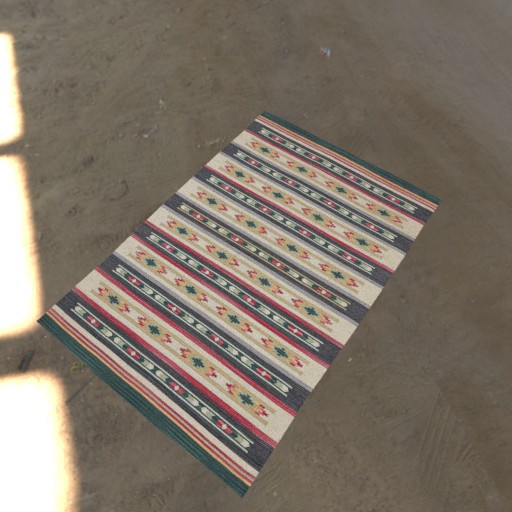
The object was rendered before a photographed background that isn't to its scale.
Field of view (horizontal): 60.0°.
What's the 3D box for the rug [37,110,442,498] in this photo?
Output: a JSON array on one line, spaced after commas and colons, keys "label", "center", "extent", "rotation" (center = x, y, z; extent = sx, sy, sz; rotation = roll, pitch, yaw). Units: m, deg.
[{"label": "rug", "center": [0.000, 0.000, 2.266], "extent": [1.221, 0.009, 1.825], "rotation": [32, 64, 18]}]
